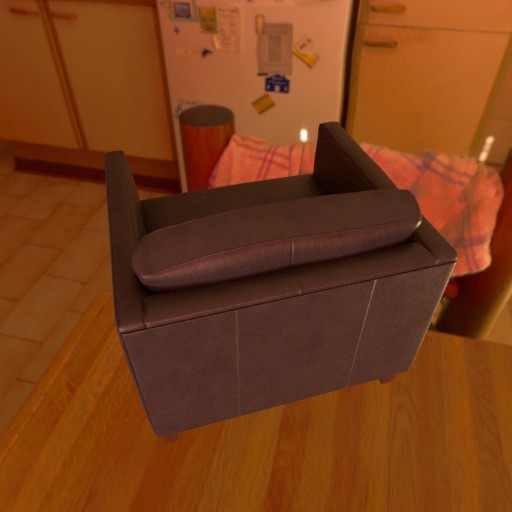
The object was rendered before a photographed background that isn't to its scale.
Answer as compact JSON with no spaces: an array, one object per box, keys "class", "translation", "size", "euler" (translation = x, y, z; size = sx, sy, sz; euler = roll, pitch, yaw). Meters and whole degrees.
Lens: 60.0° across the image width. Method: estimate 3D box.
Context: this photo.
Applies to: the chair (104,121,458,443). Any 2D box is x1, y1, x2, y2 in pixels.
[{"class":"chair","translation":[0.000,0.000,1.596],"size":[0.939,0.811,0.862],"euler":[-11,44,-12]}]
